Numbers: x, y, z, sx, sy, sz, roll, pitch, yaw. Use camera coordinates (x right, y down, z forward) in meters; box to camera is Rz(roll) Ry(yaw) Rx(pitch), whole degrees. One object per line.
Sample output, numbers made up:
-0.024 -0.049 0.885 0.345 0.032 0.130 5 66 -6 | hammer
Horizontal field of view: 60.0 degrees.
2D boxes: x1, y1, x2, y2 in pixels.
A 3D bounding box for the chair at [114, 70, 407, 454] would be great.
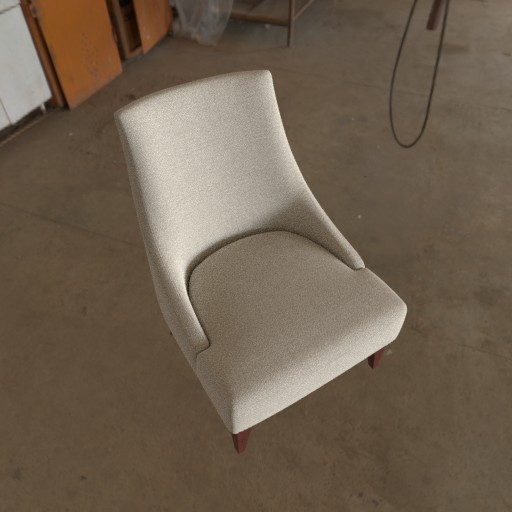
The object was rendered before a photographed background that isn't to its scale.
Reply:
0.000 0.000 1.523 0.701 0.909 0.861 -24 51 -21 | chair
